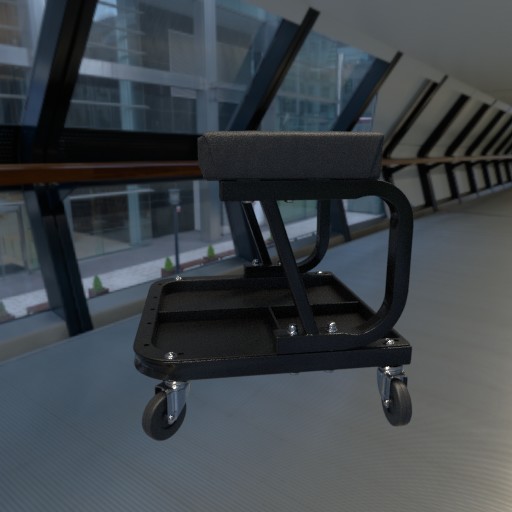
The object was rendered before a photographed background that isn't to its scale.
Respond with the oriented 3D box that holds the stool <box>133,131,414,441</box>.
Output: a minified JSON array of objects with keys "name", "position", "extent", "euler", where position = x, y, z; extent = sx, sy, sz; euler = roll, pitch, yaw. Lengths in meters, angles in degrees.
[{"name":"stool","position":[0.000,0.000,0.718],"extent":[0.371,0.380,0.446],"euler":[-2,14,-8]}]
